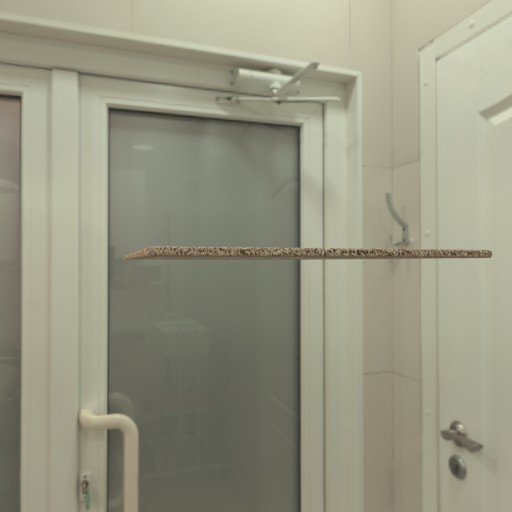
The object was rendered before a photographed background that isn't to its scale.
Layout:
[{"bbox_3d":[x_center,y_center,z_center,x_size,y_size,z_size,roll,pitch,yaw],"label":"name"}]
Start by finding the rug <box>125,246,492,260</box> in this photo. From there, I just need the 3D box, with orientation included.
[{"bbox_3d":[0.000,0.000,2.247,1.219,0.030,1.778,0,-1,-18],"label":"rug"}]
